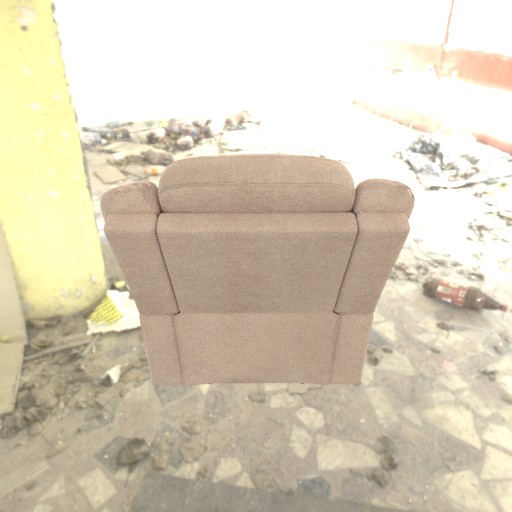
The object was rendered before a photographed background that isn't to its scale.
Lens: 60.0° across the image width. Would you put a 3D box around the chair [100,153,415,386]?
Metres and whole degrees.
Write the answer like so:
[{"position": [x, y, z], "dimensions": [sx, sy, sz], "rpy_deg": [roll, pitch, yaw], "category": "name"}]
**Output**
[{"position": [0.000, 0.000, 1.722], "dimensions": [0.899, 1.008, 0.944], "rpy_deg": [0, 31, 0], "category": "chair"}]
